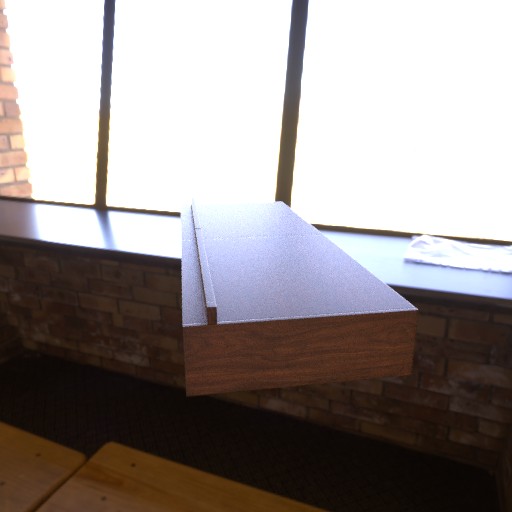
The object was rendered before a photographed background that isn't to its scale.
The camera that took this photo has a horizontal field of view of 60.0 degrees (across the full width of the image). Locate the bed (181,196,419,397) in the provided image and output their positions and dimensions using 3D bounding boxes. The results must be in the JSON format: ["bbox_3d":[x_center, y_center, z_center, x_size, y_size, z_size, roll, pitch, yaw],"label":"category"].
[{"bbox_3d":[0.000,0.000,2.397,0.787,0.326,2.057,-3,17,-9],"label":"bed"}]
